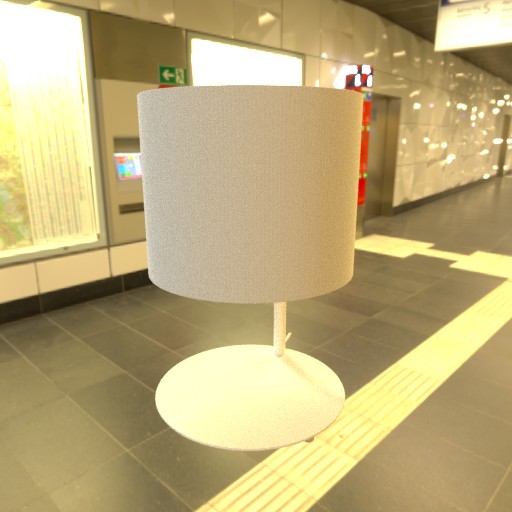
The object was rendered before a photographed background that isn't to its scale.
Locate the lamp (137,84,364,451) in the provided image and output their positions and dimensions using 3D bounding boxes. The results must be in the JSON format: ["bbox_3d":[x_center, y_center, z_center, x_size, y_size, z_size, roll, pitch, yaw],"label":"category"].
[{"bbox_3d":[0.000,0.000,0.676,0.299,0.454,0.341,7,16,24],"label":"lamp"}]
